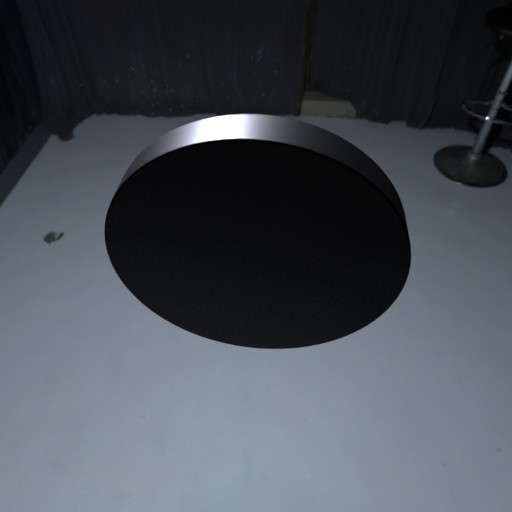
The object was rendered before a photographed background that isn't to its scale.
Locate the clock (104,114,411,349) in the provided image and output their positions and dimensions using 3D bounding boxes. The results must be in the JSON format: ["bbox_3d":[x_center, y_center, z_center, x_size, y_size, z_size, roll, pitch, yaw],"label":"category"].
[{"bbox_3d":[0.000,0.000,0.477,0.314,0.314,0.040,4,47,4],"label":"clock"}]
